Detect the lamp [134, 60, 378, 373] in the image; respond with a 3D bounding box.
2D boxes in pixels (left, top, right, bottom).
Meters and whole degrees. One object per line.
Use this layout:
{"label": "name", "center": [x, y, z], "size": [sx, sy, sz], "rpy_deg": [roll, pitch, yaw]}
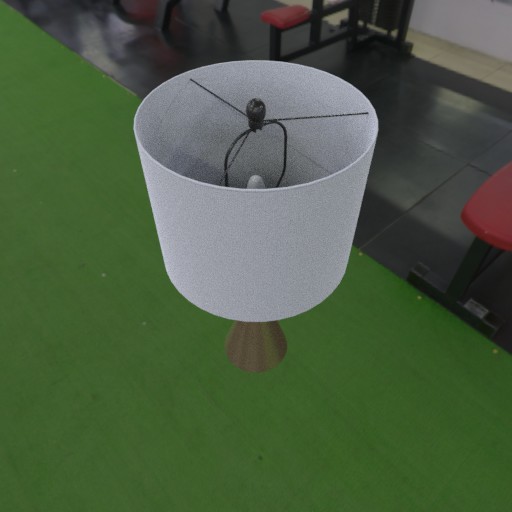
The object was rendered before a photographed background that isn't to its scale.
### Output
{"label": "lamp", "center": [0.000, 0.000, 0.757], "size": [0.304, 0.573, 0.304], "rpy_deg": [-31, 55, -25]}
